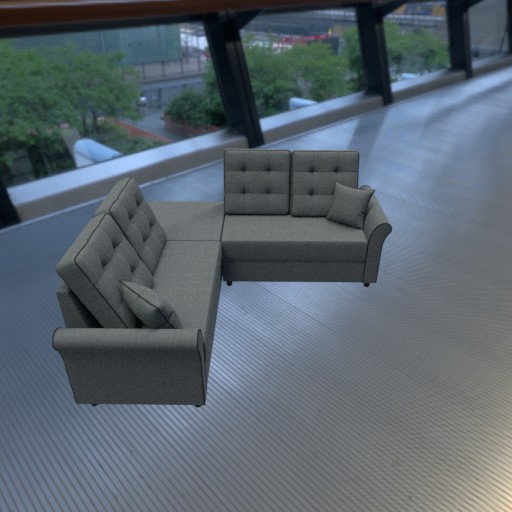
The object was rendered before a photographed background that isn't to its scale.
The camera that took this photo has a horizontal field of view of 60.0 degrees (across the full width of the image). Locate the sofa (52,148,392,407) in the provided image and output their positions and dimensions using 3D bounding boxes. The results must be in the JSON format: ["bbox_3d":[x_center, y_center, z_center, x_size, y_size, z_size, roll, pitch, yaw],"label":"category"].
[{"bbox_3d":[0.000,0.000,3.193,2.070,0.988,2.068,0,31,1],"label":"sofa"}]
